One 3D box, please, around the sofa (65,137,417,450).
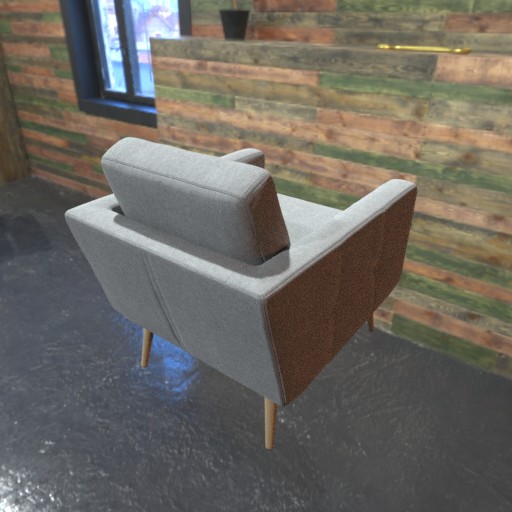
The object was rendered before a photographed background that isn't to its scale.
[{"bbox_3d":[0.000,0.000,1.524,0.770,0.860,0.920,20,35,32],"label":"sofa"}]
